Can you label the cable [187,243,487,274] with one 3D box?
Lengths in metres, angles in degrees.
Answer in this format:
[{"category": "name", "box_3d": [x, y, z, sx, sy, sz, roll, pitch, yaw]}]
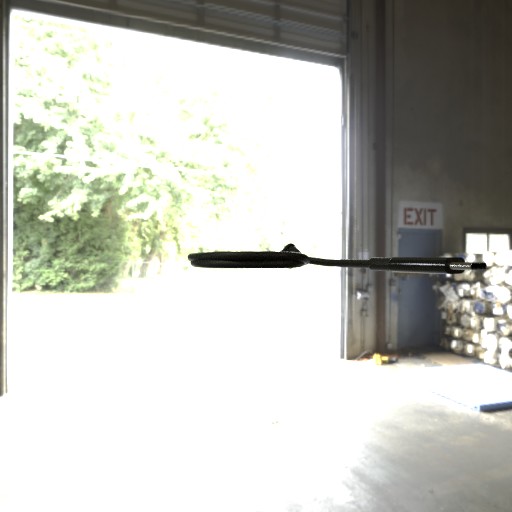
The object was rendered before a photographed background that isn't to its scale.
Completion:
[{"category": "cable", "box_3d": [0.000, 0.000, 0.227, 0.070, 0.014, 0.203, 0, 0, -35]}]
